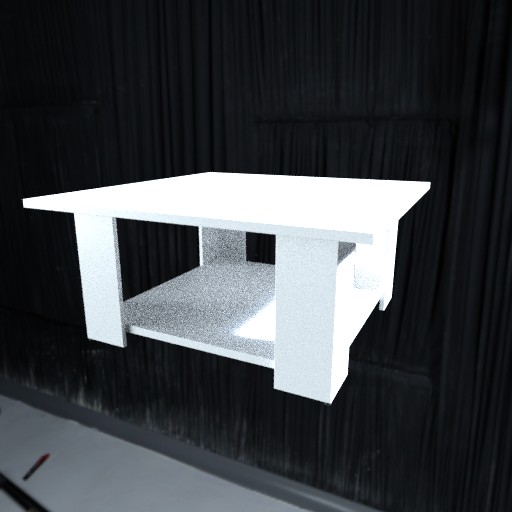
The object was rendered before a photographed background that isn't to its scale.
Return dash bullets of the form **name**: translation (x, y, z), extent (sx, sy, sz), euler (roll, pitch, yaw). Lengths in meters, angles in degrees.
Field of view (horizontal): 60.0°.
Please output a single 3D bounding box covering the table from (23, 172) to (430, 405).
- **table**: translation (0.000, 0.000, 1.040), extent (0.670, 0.305, 0.670), euler (8, 17, 25)
